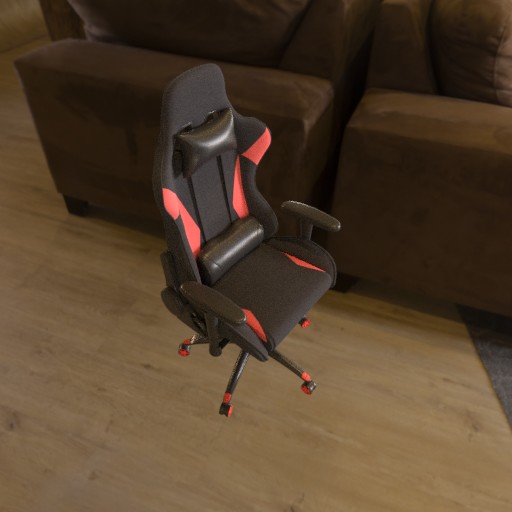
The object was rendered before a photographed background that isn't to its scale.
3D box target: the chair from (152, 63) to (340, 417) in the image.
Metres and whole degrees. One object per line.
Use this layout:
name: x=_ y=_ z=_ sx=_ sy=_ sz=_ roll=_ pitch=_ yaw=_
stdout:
chair: x=0.000 y=0.000 z=1.735 sx=0.658 sy=1.326 sz=0.695 roll=27 pitch=48 yaw=27
